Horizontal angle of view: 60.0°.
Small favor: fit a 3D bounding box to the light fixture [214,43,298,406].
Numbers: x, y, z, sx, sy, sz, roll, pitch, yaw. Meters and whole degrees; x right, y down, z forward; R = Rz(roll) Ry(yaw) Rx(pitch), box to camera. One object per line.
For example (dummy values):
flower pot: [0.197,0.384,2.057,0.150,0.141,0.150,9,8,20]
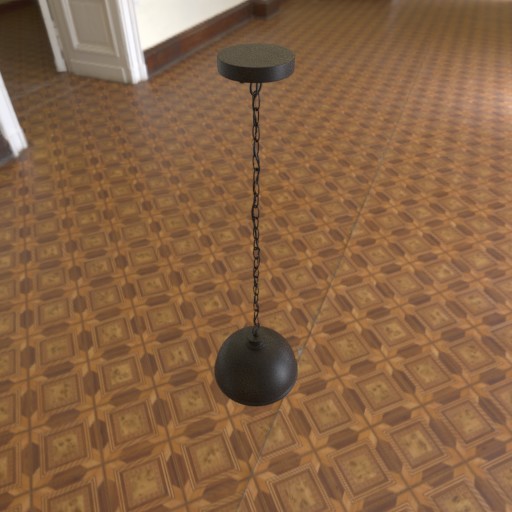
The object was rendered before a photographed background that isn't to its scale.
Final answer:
light fixture: [0.000,0.000,1.264,0.304,1.090,0.304,25,47,26]
